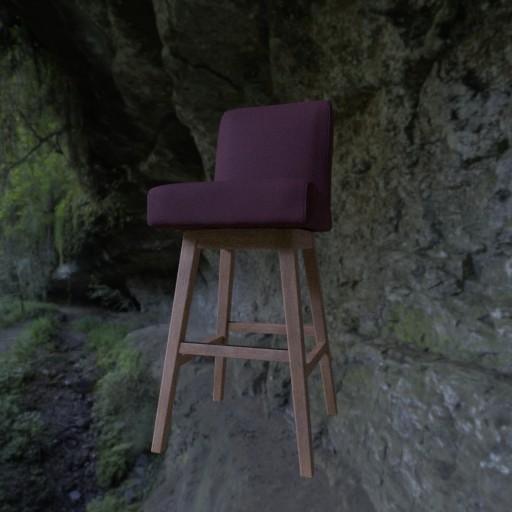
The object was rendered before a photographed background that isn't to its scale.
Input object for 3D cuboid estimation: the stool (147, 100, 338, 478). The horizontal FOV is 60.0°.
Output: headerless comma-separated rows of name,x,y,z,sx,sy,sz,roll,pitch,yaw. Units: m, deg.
stool,0.000,0.000,1.394,0.468,1.093,0.562,0,1,18
